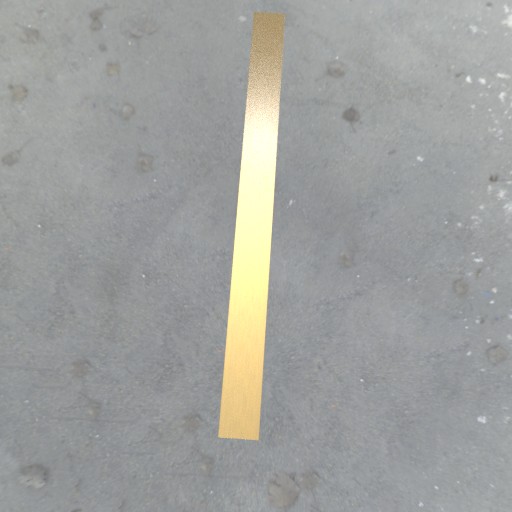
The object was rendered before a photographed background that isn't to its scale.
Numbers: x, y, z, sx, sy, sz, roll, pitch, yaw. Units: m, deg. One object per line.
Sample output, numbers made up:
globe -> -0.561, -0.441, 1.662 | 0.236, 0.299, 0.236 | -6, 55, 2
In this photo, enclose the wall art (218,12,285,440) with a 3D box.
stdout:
wall art -> 0.000, 0.000, 0.747 | 0.040, 0.509, 0.509 | 4, 75, 1
